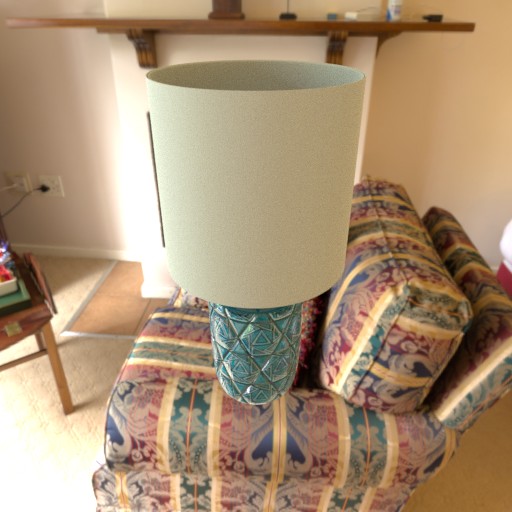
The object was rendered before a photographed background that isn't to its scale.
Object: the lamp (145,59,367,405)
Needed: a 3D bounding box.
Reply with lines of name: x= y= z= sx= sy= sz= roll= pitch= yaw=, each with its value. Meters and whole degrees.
lamp: x=0.000 y=0.000 z=0.488 sx=0.193 sy=0.377 sz=0.193 roll=-18 pitch=35 yaw=-29
